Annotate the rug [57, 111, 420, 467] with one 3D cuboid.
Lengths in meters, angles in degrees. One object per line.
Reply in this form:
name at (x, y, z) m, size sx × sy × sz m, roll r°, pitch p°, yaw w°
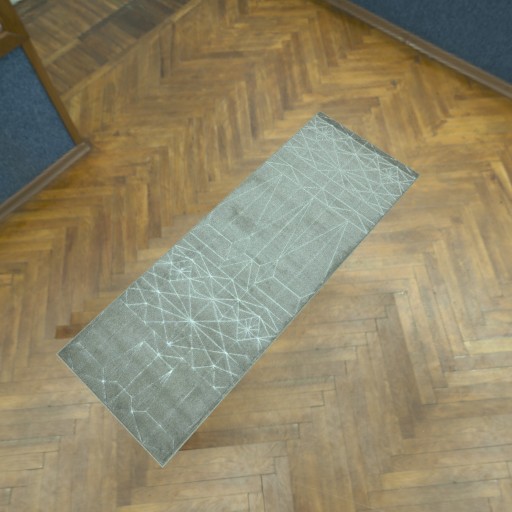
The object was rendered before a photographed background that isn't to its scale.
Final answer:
rug at (0.000, 0.000, 2.737) m, size 0.864 × 0.012 × 2.388 m, roll 39°, pitch 70°, yaw 17°
